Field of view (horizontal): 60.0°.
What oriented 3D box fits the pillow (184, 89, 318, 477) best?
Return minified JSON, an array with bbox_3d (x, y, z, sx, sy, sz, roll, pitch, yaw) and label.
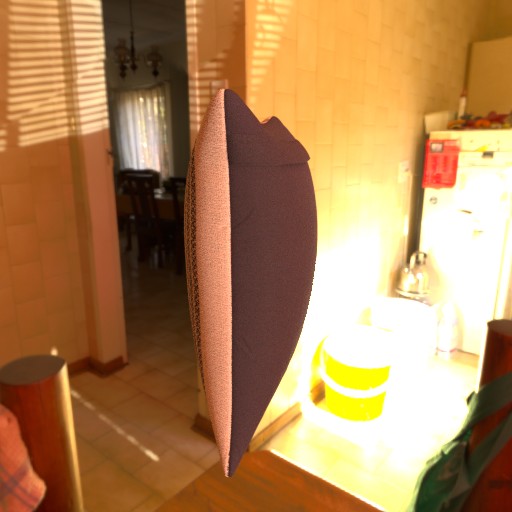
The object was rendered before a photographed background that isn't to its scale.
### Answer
[{"bbox_3d":[0.000,0.000,0.633,0.173,0.406,0.405,2,14,8],"label":"pillow"}]
